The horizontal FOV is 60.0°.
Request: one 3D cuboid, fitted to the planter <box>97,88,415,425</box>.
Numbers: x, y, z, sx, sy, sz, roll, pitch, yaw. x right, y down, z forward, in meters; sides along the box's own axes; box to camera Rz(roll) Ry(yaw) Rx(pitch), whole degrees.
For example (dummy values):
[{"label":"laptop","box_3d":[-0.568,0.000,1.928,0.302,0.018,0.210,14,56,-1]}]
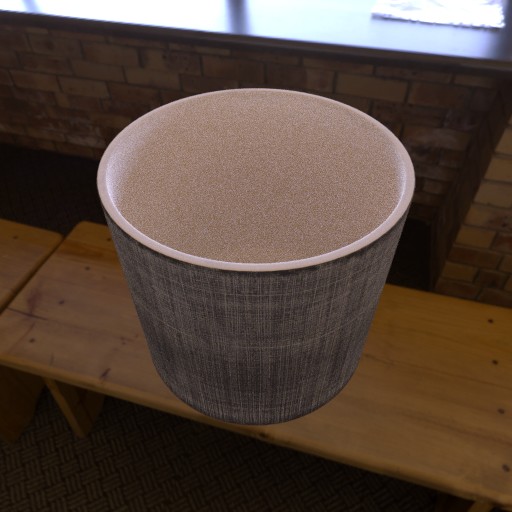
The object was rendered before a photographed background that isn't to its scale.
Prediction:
[{"label":"planter","box_3d":[0.000,0.000,0.388,0.221,0.201,0.221,0,46,0]}]
